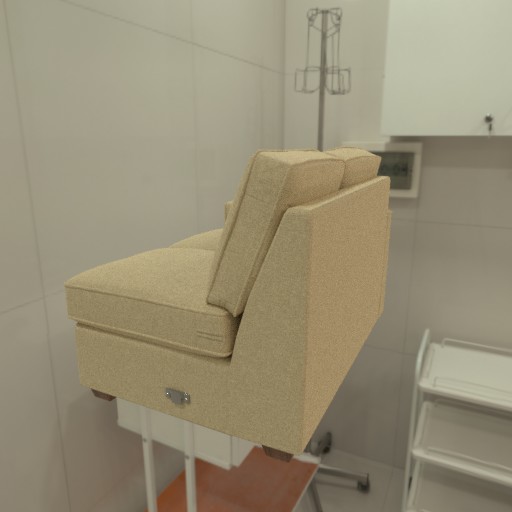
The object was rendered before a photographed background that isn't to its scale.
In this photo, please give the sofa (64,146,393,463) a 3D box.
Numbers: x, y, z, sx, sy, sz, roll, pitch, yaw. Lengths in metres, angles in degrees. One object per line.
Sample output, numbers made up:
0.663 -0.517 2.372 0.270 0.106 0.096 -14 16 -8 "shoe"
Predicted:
0.000 0.000 2.047 0.991 0.989 1.388 7 16 25 "sofa"
